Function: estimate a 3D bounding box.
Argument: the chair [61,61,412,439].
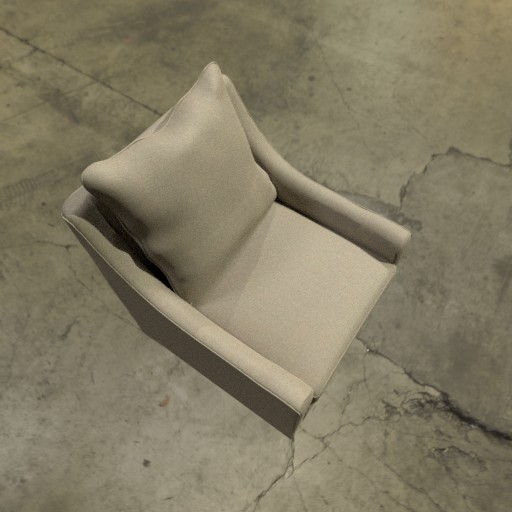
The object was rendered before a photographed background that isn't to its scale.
[{"bbox_3d":[0.000,0.000,1.576,0.876,0.942,0.760,31,65,17],"label":"chair"}]
